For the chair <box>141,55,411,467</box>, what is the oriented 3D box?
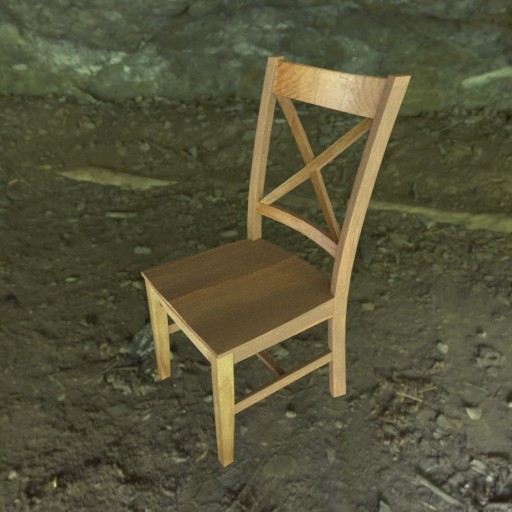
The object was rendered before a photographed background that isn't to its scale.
[{"bbox_3d":[0.000,0.000,1.270,0.542,0.983,0.485,-20,36,-30],"label":"chair"}]
